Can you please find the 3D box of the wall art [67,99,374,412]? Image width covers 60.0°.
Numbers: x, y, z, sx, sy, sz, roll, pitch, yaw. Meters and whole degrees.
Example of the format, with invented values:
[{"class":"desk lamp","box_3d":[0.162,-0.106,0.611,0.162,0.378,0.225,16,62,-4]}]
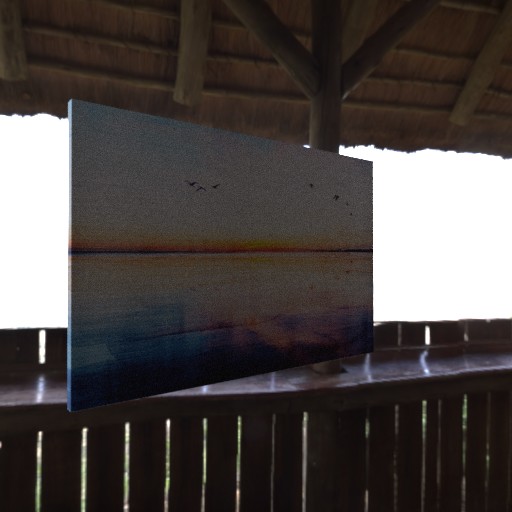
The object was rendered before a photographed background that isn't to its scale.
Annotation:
[{"class":"wall art","box_3d":[0.000,0.000,1.421,1.137,0.756,0.034,0,0,-37]}]
